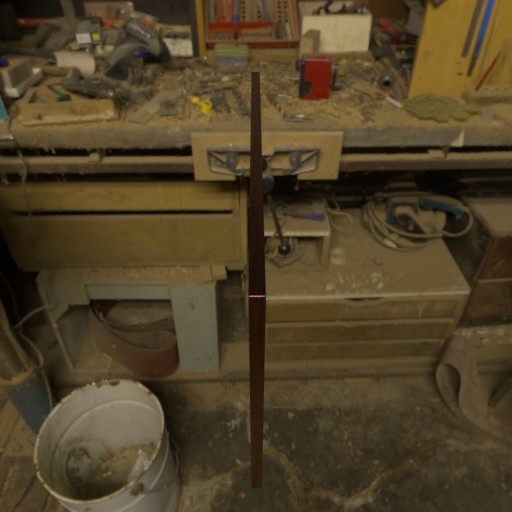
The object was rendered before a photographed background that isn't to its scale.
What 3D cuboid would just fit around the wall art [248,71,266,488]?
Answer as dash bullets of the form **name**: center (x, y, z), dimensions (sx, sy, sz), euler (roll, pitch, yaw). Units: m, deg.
- **wall art**: center (0.000, 0.000, 0.552), dimensions (0.012, 0.304, 0.431), euler (0, 41, 0)
